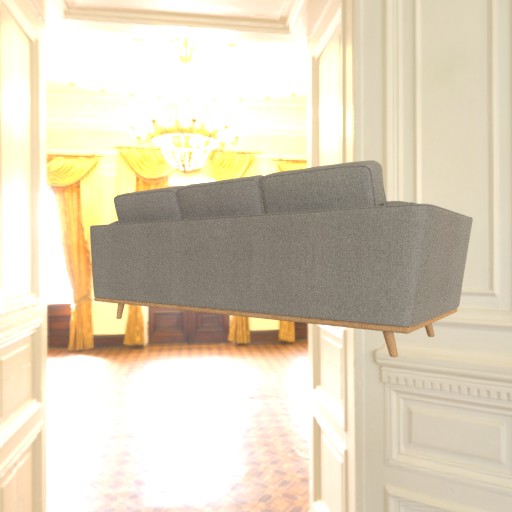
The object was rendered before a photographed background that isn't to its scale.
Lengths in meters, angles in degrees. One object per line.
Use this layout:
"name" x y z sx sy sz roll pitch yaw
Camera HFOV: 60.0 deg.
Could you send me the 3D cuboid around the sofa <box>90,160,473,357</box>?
"sofa" 0.000 0.000 2.815 2.362 0.899 0.903 0 0 36
